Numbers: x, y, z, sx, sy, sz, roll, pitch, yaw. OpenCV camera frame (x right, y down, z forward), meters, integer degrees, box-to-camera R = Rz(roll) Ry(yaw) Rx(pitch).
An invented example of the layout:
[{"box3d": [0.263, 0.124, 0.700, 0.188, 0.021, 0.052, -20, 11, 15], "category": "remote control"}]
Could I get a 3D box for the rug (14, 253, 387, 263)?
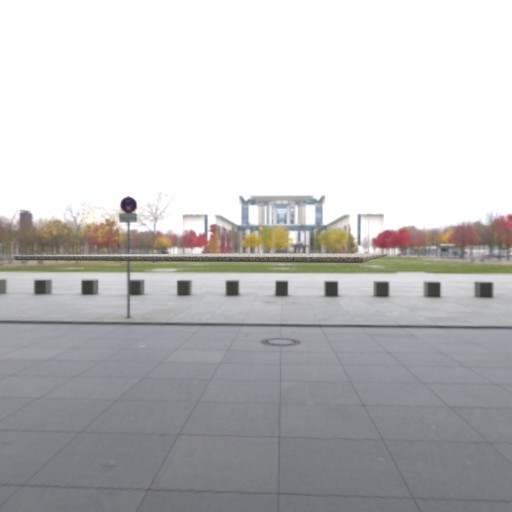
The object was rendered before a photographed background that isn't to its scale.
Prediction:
[{"box3d": [0.000, 0.000, 3.338, 1.800, 0.025, 2.699, 0, 1, 18], "category": "rug"}]
